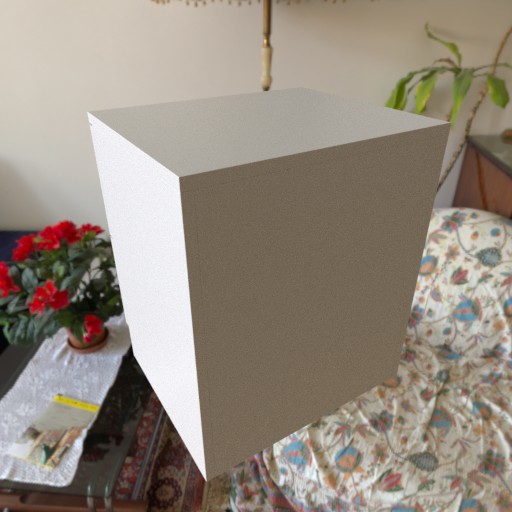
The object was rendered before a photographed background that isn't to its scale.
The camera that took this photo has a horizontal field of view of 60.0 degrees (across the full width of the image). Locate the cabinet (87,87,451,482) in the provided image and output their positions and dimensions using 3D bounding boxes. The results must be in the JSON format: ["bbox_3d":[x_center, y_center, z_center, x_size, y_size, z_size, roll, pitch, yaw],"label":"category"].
[{"bbox_3d":[0.000,0.000,0.758,0.400,0.470,0.360,-18,34,-28],"label":"cabinet"}]
